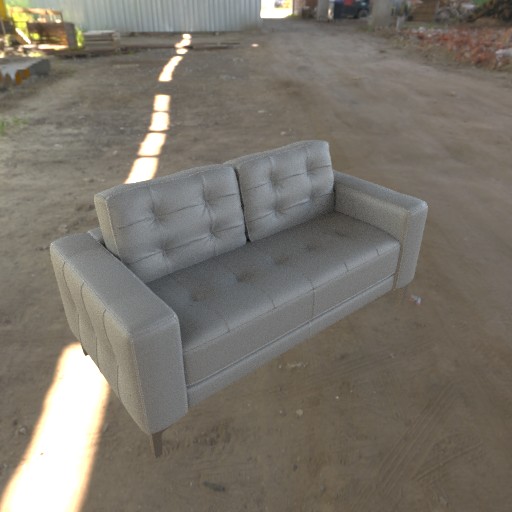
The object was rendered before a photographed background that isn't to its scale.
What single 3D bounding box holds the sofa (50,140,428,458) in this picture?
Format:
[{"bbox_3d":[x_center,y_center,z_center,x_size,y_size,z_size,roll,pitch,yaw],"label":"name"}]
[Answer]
[{"bbox_3d":[0.000,0.000,2.223,1.726,0.892,0.833,-22,37,-33],"label":"sofa"}]
